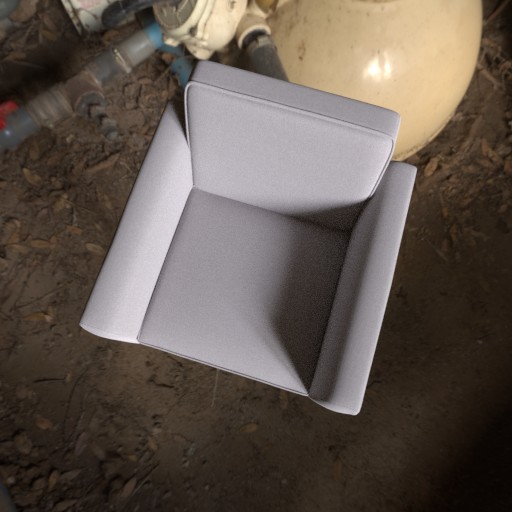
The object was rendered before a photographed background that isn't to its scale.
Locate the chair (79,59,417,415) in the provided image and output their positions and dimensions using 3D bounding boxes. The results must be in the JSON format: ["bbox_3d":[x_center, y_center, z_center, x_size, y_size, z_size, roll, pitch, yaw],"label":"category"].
[{"bbox_3d":[0.000,0.000,1.413,0.780,0.780,0.750,17,77,4],"label":"chair"}]
